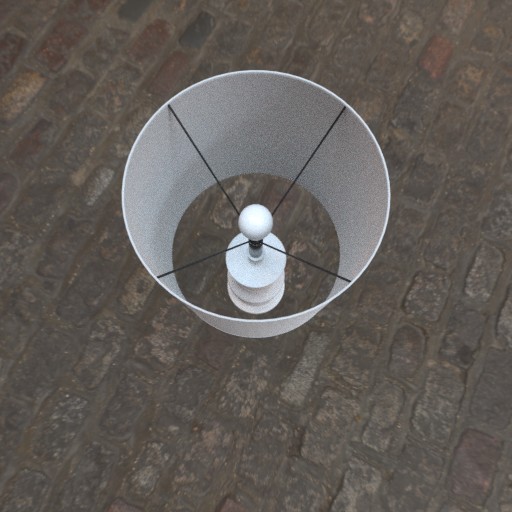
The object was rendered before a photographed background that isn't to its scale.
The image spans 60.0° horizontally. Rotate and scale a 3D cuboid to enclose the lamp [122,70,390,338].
[{"bbox_3d":[0.000,0.000,0.566,0.208,0.455,0.208,25,78,6],"label":"lamp"}]
